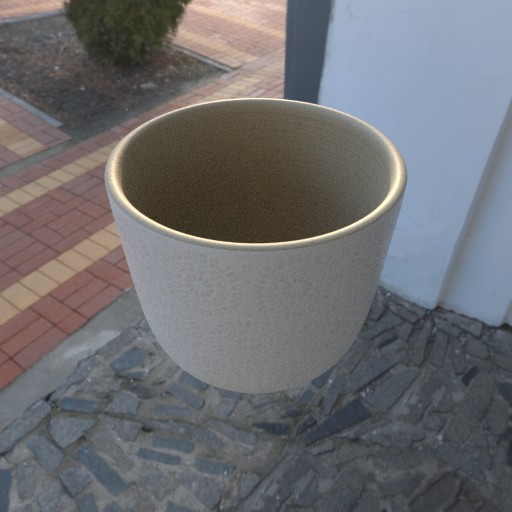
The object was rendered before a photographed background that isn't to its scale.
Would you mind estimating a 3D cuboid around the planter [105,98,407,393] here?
[{"bbox_3d":[0.000,0.000,0.375,0.208,0.190,0.208,0,41,0],"label":"planter"}]
